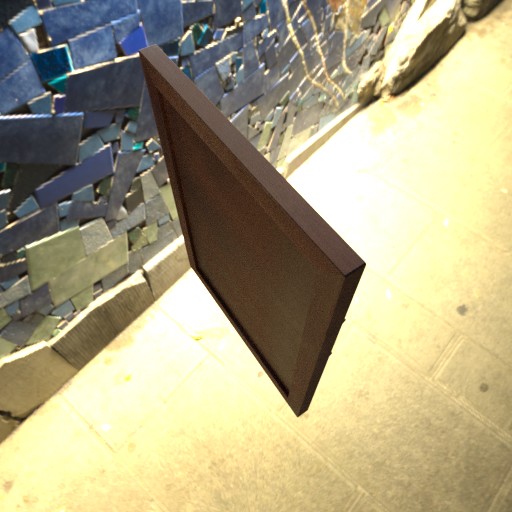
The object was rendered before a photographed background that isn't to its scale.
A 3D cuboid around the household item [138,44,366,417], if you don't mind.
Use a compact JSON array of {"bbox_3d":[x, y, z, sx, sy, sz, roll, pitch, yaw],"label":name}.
[{"bbox_3d":[0.000,0.000,0.545,0.067,0.407,0.310,-30,62,-18],"label":"household item"}]
